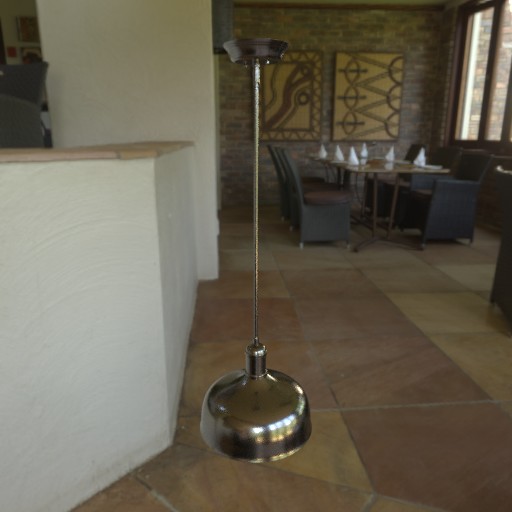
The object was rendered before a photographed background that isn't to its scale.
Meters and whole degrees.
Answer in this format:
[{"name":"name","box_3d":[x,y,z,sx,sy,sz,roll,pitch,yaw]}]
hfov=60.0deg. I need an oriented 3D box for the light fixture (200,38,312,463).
[{"name":"light fixture","box_3d":[0.000,0.000,1.072,0.299,0.935,0.299,15,21,43]}]
